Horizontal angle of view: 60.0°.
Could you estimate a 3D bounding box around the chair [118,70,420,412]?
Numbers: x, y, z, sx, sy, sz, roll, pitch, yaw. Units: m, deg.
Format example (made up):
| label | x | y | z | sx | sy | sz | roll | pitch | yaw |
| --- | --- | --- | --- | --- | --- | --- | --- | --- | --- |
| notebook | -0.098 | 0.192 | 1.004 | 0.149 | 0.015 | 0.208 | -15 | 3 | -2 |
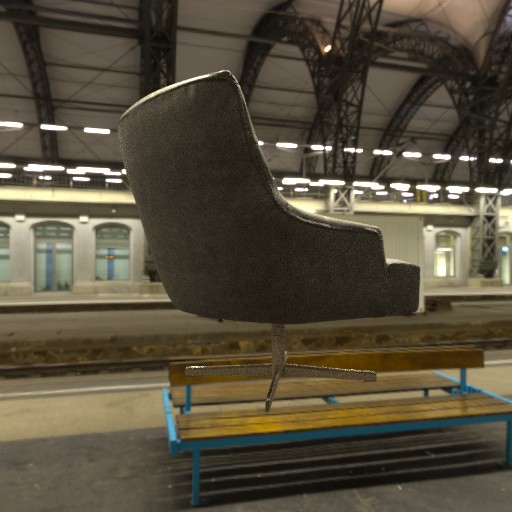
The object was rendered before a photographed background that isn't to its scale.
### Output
| label | x | y | z | sx | sy | sz | roll | pitch | yaw |
| --- | --- | --- | --- | --- | --- | --- | --- | --- | --- |
| chair | 0.000 | 0.000 | 1.501 | 0.874 | 0.870 | 0.738 | 0 | -1 | -37 |
